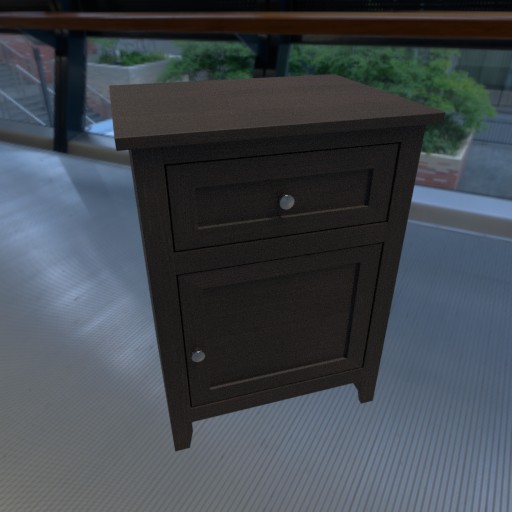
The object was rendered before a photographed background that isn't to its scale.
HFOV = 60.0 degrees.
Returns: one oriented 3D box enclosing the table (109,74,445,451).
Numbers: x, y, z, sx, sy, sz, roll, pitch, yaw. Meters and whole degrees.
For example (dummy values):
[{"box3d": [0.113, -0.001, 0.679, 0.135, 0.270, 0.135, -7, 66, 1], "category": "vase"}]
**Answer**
[{"box3d": [0.000, 0.000, 0.924, 0.480, 0.635, 0.381, -9, 32, -14], "category": "table"}]
